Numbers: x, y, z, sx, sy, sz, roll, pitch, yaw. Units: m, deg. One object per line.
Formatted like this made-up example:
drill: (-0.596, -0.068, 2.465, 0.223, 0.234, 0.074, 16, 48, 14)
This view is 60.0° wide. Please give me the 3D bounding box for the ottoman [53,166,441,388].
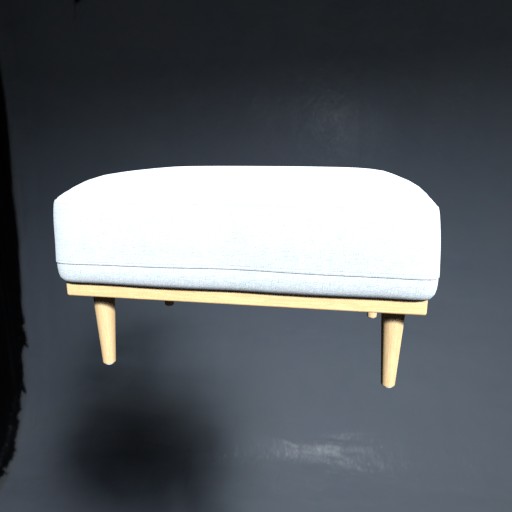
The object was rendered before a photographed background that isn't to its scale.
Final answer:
ottoman: (0.000, 0.000, 1.089, 0.749, 0.428, 0.549, 2, 14, 9)
